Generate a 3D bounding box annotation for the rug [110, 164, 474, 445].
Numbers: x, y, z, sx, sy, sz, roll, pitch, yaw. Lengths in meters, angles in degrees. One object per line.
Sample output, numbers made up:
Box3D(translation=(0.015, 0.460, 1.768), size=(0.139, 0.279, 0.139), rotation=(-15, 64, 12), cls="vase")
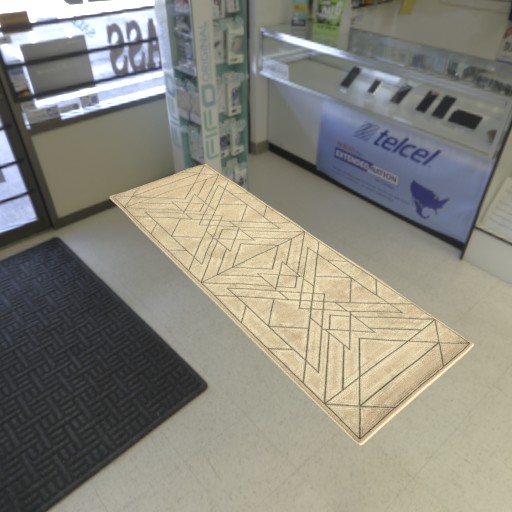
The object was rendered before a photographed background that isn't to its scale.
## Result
Box3D(translation=(0.000, 0.000, 2.670), size=(0.831, 0.036, 2.381), rotation=(-26, 46, -29), cls="rug")
